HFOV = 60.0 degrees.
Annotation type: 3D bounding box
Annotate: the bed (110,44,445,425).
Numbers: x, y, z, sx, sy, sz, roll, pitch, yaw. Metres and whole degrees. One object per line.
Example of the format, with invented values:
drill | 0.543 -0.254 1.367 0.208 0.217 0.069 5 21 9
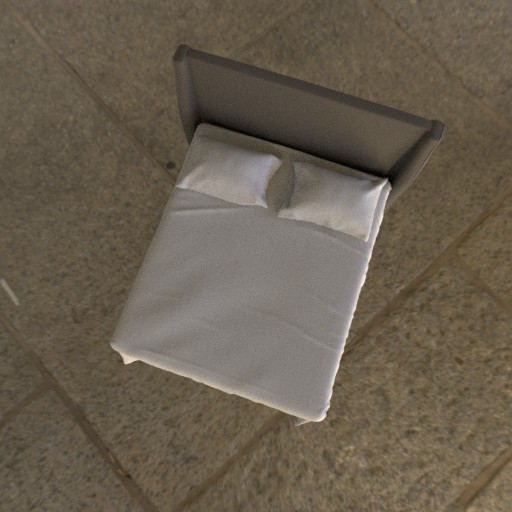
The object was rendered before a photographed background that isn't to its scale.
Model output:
bed | 0.000 0.000 3.401 1.925 1.332 2.276 18 78 4
